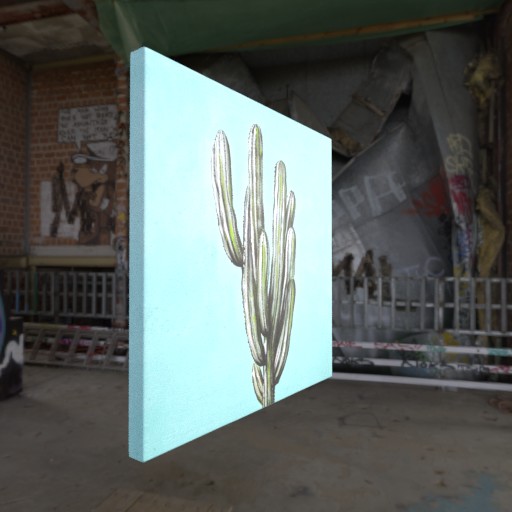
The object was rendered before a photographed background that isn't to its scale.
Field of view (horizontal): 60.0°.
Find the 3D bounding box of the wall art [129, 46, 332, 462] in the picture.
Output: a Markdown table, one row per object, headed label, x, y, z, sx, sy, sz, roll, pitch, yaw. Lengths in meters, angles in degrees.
| label | x | y | z | sx | sy | sz | roll | pitch | yaw |
| --- | --- | --- | --- | --- | --- | --- | --- | --- | --- |
| wall art | 0.000 | 0.000 | 1.588 | 0.070 | 1.073 | 1.071 | -1 | -1 | 36 |
